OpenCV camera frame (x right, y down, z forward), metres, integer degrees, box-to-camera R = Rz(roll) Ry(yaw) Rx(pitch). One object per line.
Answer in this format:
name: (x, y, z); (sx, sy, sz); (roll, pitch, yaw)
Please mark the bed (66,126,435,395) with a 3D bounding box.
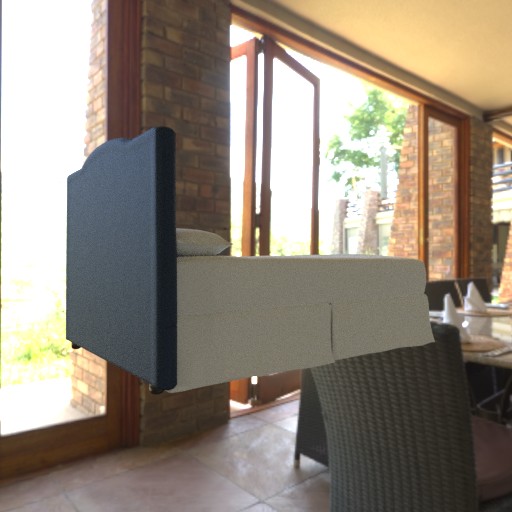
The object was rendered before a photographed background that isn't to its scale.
bed: (0.000, 0.000, 3.594); (2.507, 1.441, 1.741); (0, -1, -37)
